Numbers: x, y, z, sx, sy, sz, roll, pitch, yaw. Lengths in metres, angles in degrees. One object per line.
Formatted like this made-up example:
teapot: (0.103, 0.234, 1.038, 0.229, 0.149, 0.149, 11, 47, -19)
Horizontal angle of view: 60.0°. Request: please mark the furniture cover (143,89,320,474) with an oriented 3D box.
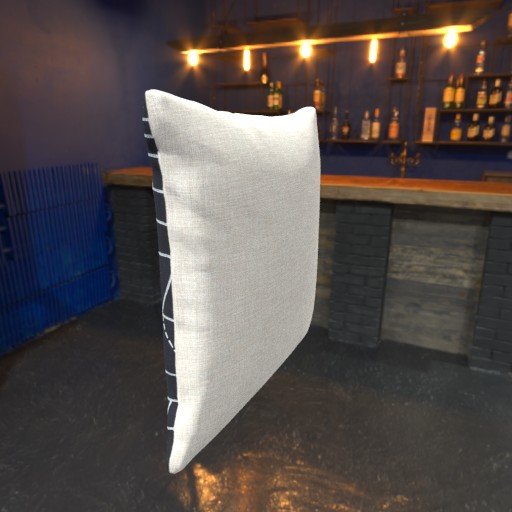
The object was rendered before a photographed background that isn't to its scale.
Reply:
furniture cover: (0.000, 0.000, 0.765, 0.158, 0.508, 0.517, 8, 18, 26)
